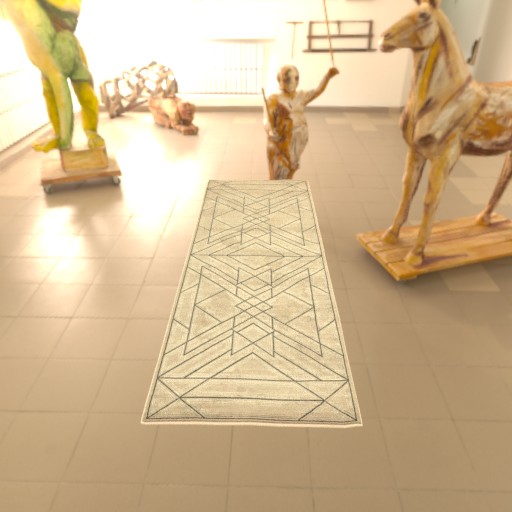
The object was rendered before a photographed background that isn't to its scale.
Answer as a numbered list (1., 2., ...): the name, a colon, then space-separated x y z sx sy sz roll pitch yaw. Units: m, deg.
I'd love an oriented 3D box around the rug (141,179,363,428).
1. rug: 0.000 0.000 2.650 0.831 0.036 2.381 0 32 1
